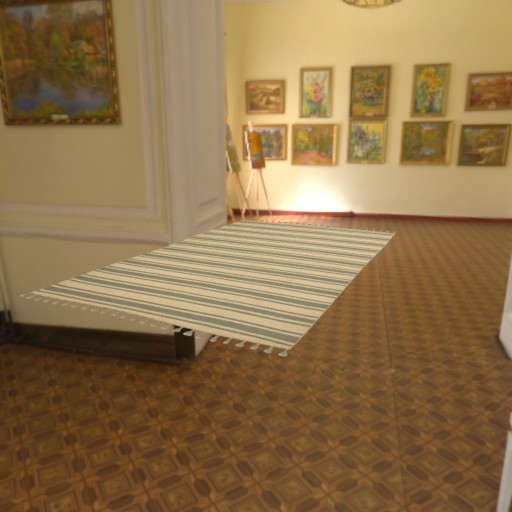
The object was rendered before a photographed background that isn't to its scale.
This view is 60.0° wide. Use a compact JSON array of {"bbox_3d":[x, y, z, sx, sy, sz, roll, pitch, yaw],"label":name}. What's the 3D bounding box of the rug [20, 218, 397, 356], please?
[{"bbox_3d":[0.000,0.000,2.510,1.222,0.009,2.084,7,17,25],"label":"rug"}]
